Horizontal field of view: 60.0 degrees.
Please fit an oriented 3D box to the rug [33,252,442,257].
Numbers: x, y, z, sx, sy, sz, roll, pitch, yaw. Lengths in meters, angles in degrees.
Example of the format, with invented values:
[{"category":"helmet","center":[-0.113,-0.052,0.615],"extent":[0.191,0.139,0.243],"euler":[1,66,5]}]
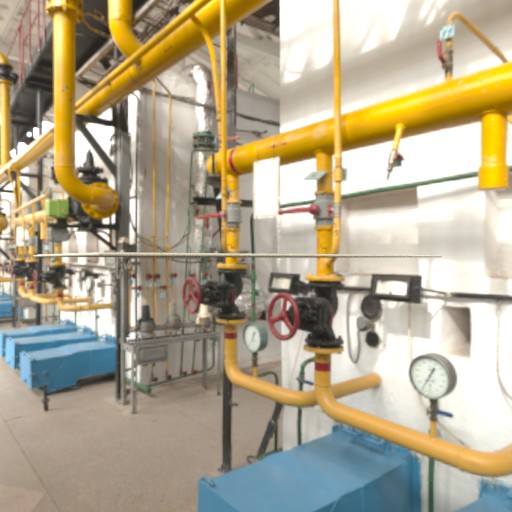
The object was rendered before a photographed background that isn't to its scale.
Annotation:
[{"category":"rug","center":[0.000,0.000,1.452],"extent":[1.219,0.007,0.604],"euler":[0,0,-38]}]
